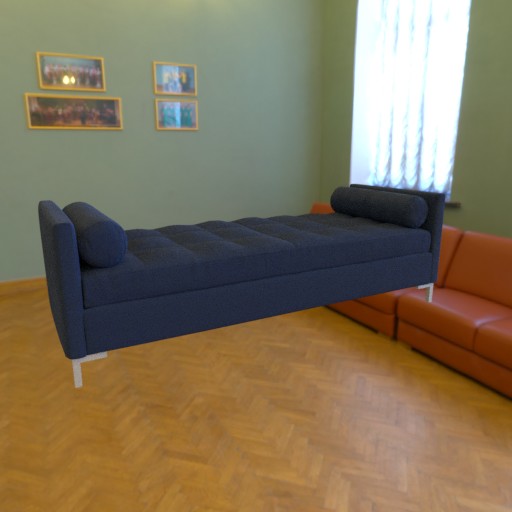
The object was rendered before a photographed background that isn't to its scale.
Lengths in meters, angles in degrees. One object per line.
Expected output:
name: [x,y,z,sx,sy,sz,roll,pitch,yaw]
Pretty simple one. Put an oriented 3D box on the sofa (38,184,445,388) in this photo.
sofa: [0.000,0.000,2.460,2.102,0.657,0.797,-8,16,-28]
